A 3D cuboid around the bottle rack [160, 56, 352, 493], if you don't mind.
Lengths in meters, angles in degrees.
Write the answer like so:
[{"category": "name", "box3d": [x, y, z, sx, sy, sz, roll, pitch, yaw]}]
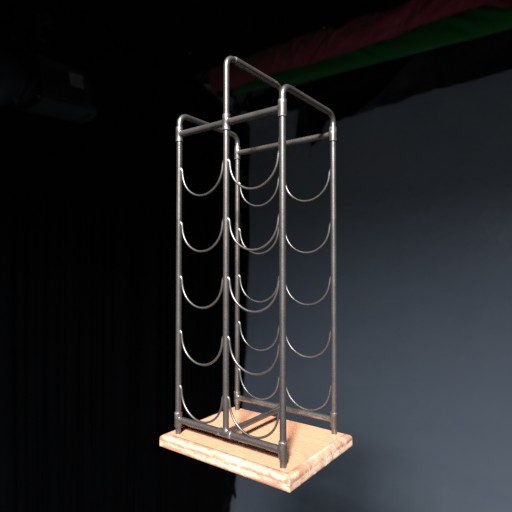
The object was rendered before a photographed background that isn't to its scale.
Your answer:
[{"category": "bottle rack", "box3d": [0.000, 0.000, 0.800, 0.276, 0.680, 0.208, -1, -2, 37]}]
